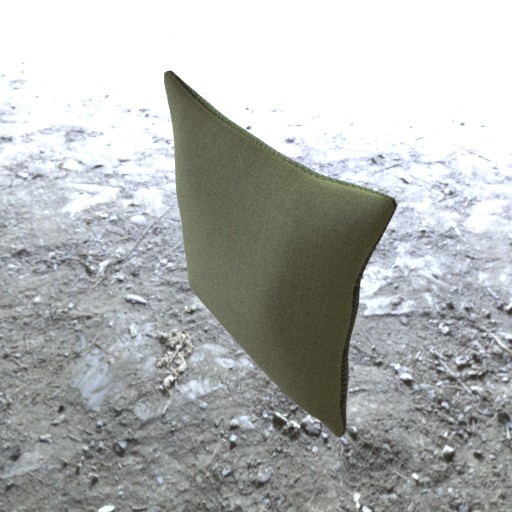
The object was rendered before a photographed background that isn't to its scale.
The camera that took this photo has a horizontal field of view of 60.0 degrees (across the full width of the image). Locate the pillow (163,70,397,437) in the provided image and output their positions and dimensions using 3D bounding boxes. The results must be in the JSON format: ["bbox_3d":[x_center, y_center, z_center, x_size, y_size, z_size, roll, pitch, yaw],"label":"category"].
[{"bbox_3d":[0.000,0.000,0.664,0.138,0.432,0.435,-26,47,-27],"label":"pillow"}]
